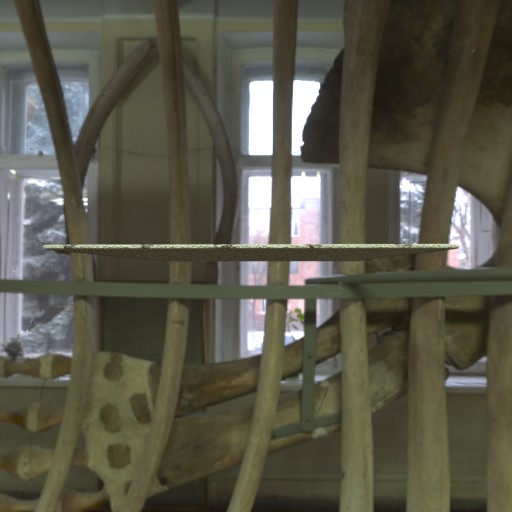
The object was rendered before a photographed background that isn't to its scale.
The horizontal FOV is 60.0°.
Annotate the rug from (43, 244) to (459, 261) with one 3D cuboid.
[{"bbox_3d":[0.000,0.000,4.089,2.438,0.029,3.047,0,-2,2],"label":"rug"}]
